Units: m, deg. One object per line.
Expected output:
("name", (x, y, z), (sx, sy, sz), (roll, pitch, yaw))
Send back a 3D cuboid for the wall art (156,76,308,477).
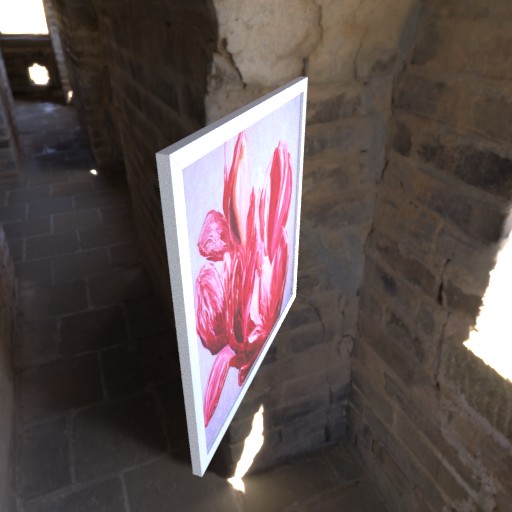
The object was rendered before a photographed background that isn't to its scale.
("wall art", (0.000, 0.000, 0.993), (0.020, 0.661, 0.664), (11, 32, 18))
